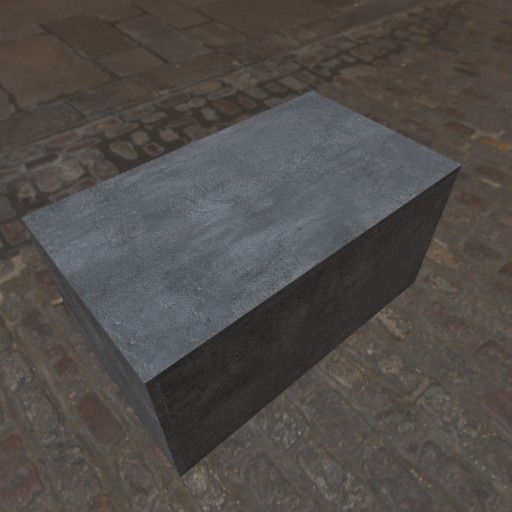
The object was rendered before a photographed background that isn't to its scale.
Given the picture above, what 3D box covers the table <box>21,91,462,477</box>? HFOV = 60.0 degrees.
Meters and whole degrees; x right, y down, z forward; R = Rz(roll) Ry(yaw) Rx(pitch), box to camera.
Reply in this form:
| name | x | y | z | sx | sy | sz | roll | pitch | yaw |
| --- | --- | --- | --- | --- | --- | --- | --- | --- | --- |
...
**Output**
| name | x | y | z | sx | sy | sz | roll | pitch | yaw |
| --- | --- | --- | --- | --- | --- | --- | --- | --- | --- |
| table | 0.000 | 0.000 | 0.925 | 0.700 | 0.350 | 0.400 | -32 | 54 | -27 |
